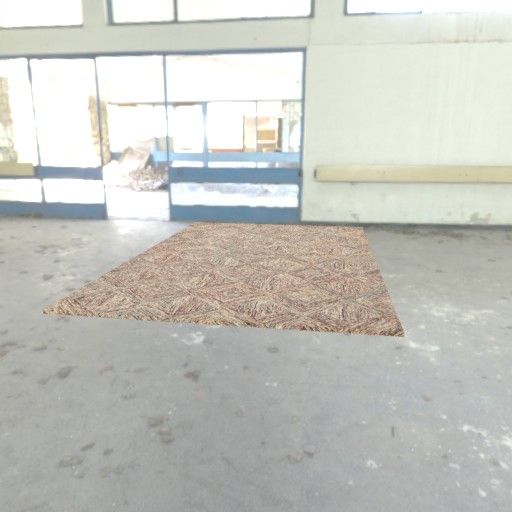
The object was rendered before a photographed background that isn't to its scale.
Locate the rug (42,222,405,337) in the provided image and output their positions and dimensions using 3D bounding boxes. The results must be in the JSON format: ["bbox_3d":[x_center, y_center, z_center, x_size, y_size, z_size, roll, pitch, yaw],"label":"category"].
[{"bbox_3d":[0.000,0.000,2.905,1.523,0.019,2.285,2,14,9],"label":"rug"}]
